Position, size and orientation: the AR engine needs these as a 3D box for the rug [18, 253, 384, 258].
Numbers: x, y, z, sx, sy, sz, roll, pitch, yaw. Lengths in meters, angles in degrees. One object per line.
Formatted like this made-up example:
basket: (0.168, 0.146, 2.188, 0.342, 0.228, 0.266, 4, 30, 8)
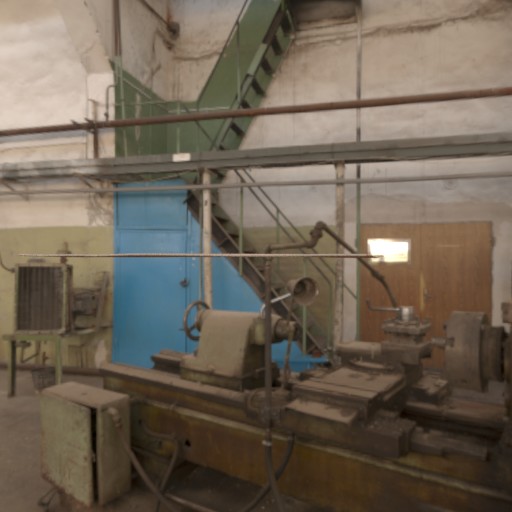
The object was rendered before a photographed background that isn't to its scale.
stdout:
rug: (0.000, 0.000, 2.279, 1.220, 0.017, 1.835, 0, 0, 18)
